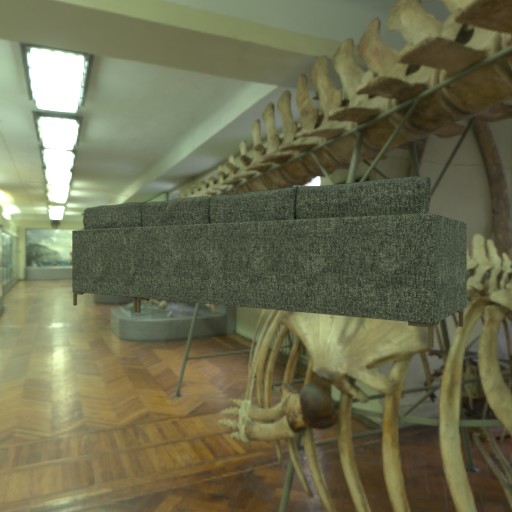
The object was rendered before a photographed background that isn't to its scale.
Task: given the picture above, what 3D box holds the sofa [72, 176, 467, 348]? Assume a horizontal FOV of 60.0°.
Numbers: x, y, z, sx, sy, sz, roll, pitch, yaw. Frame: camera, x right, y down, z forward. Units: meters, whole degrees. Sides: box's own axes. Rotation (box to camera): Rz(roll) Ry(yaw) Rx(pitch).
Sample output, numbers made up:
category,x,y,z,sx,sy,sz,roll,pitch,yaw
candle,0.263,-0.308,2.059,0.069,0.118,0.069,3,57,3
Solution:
category,x,y,z,sx,sy,sz,roll,pitch,yaw
sofa,0.000,0.000,3.947,3.384,0.970,1.488,0,1,35
